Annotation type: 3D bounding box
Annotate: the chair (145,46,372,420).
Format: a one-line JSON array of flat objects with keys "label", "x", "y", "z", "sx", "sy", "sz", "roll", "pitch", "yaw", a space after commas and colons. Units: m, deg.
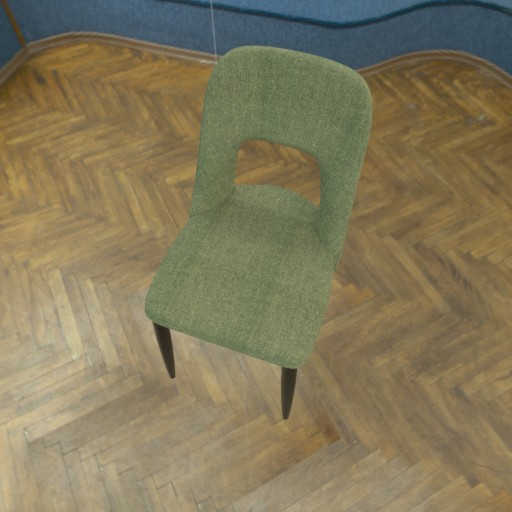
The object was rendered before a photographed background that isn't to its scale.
[{"label": "chair", "x": 0.000, "y": 0.000, "z": 1.280, "sx": 0.470, "sy": 0.931, "sz": 0.612, "roll": 17, "pitch": 59, "yaw": 10}]
